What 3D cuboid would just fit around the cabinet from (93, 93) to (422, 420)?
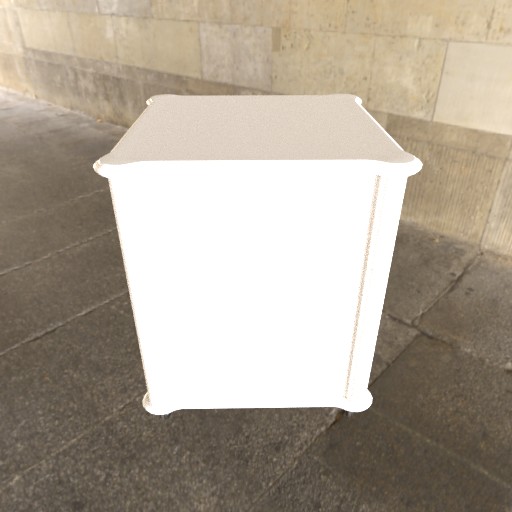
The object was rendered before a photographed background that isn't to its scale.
[{"bbox_3d":[0.000,0.000,1.260,0.628,0.761,0.627,-1,31,-1],"label":"cabinet"}]
